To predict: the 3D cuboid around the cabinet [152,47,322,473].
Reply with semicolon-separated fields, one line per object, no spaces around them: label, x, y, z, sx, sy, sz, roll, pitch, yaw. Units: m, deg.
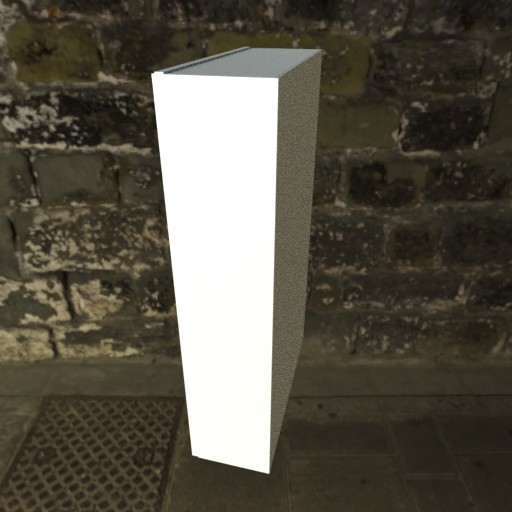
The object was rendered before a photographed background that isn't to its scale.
cabinet;0.000;0.000;2.631;0.480;2.160;1.250;7;30;12
